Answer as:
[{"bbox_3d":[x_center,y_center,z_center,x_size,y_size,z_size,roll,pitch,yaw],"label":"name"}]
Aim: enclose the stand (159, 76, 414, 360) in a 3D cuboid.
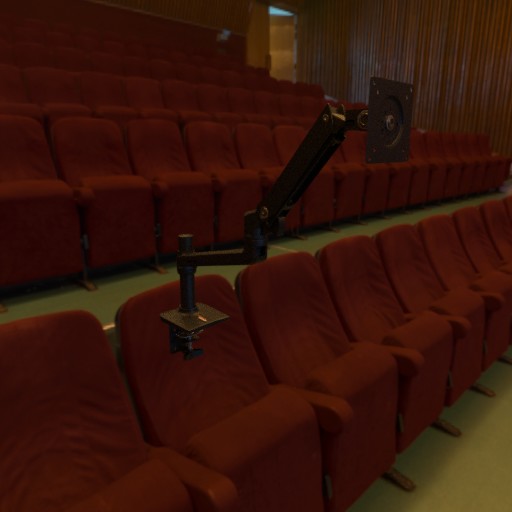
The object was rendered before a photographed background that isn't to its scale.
[{"bbox_3d":[0.000,0.000,1.043,0.650,0.713,0.152,13,19,43],"label":"stand"}]
